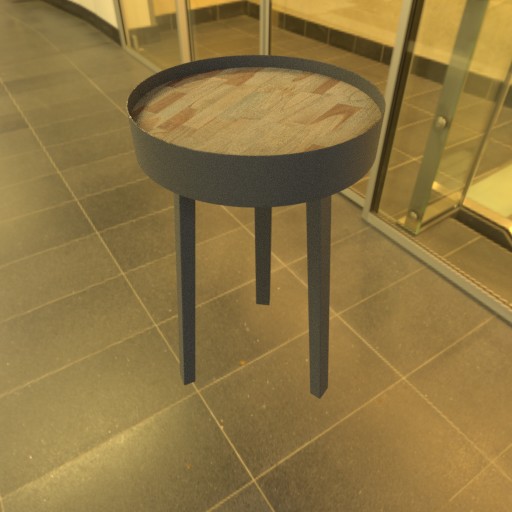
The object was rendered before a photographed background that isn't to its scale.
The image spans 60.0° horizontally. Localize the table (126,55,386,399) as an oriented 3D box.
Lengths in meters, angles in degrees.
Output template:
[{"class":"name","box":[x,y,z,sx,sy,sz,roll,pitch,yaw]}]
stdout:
[{"class":"table","box":[0.000,0.000,0.936,0.406,0.686,0.406,26,47,27]}]
